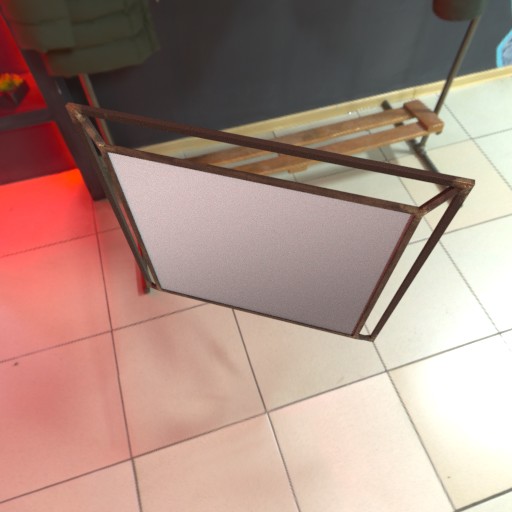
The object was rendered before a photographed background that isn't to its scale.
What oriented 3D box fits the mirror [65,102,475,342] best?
[{"bbox_3d":[0.000,0.000,0.898,0.610,0.610,0.032,13,60,8],"label":"mirror"}]
